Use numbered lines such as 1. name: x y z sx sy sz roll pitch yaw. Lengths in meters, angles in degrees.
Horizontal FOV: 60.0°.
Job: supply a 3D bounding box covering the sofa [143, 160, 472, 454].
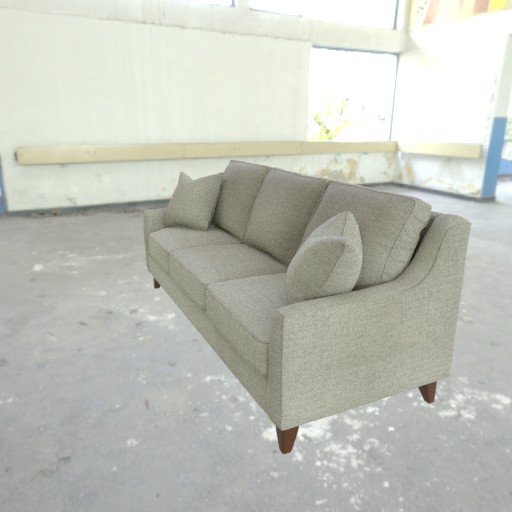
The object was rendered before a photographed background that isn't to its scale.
1. sofa: 0.000 0.000 2.472 0.865 0.914 2.031 -8 18 -25
